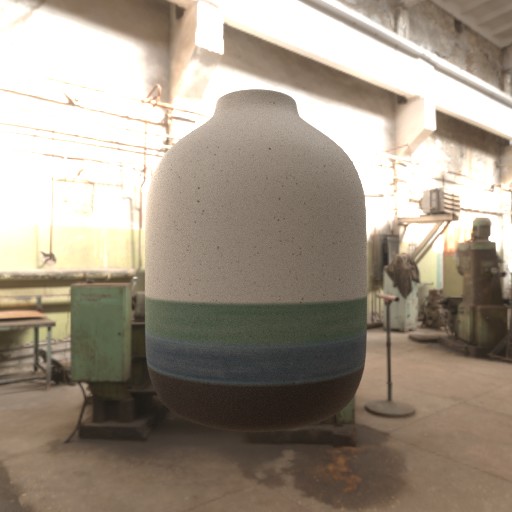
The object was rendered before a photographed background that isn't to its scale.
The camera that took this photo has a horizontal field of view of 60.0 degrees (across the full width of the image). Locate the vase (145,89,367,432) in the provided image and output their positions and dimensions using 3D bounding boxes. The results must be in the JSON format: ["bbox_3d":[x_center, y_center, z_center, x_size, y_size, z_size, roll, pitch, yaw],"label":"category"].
[{"bbox_3d":[0.000,0.000,0.348,0.169,0.240,0.169,0,-1,0],"label":"vase"}]
